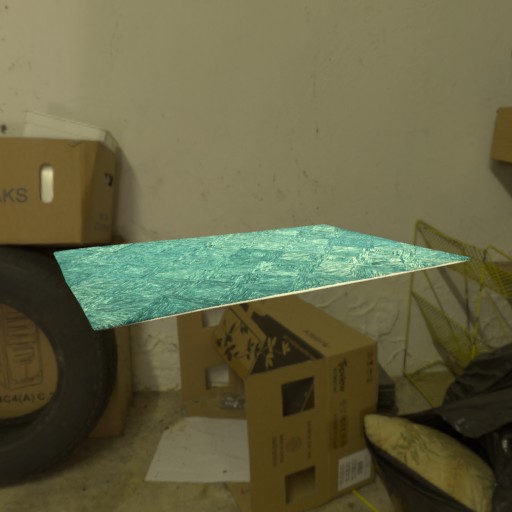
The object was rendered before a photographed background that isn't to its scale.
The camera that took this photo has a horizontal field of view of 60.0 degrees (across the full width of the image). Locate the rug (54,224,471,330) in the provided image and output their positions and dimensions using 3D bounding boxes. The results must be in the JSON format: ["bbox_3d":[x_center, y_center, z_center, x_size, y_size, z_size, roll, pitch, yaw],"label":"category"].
[{"bbox_3d":[0.000,0.000,2.170,1.728,0.017,1.136,-7,15,-29],"label":"rug"}]
